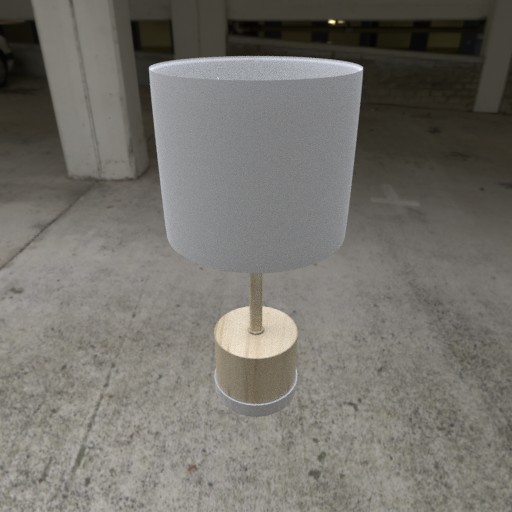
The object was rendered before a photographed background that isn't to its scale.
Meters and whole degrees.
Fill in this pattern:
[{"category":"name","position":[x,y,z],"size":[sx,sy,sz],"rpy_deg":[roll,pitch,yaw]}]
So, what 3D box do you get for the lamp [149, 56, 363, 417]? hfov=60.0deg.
[{"category":"lamp","position":[0.000,0.000,0.593],"size":[0.229,0.470,0.229],"rpy_deg":[2,29,3]}]
